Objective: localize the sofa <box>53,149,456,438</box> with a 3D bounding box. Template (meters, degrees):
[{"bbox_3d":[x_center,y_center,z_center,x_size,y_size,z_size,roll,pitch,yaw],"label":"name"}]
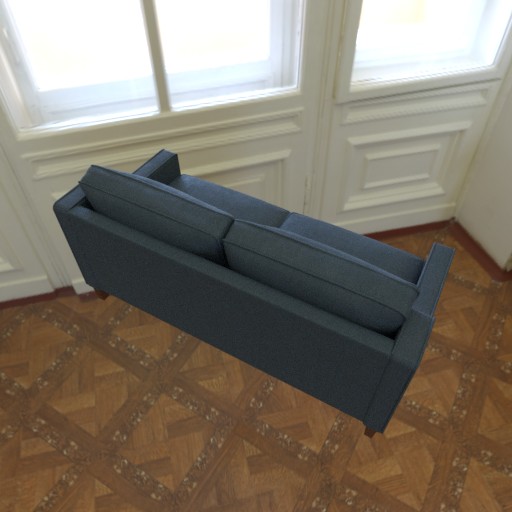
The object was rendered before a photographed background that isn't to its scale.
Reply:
[{"bbox_3d":[0.000,0.000,2.821,2.178,1.071,1.066,22,50,20],"label":"sofa"}]
